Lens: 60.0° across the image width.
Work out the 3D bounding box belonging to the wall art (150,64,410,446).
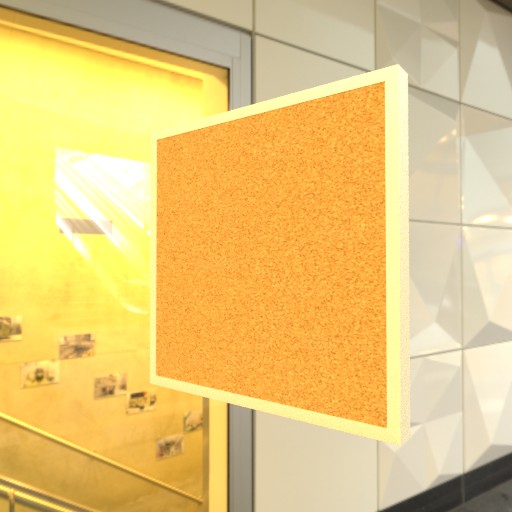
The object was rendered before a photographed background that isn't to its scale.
[{"bbox_3d":[0.000,0.000,0.755,0.506,0.505,0.038,-1,-1,37],"label":"wall art"}]
